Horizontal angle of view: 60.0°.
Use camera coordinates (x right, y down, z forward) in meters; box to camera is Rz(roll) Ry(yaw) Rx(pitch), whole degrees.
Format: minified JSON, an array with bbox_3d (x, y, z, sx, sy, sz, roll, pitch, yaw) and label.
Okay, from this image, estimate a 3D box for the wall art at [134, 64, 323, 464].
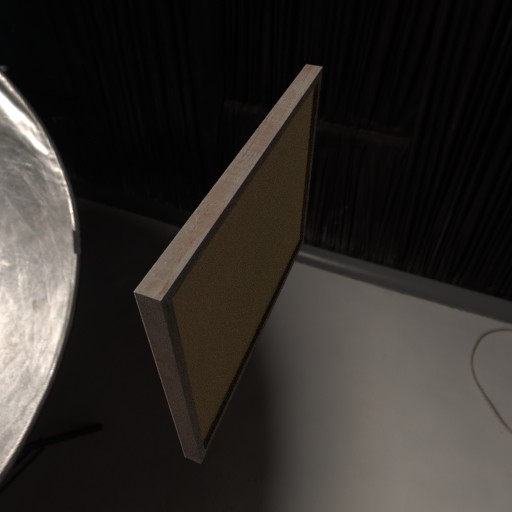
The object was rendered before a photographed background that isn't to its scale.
[{"bbox_3d":[0.000,0.000,1.779,0.070,1.009,1.320,16,48,15],"label":"wall art"}]
